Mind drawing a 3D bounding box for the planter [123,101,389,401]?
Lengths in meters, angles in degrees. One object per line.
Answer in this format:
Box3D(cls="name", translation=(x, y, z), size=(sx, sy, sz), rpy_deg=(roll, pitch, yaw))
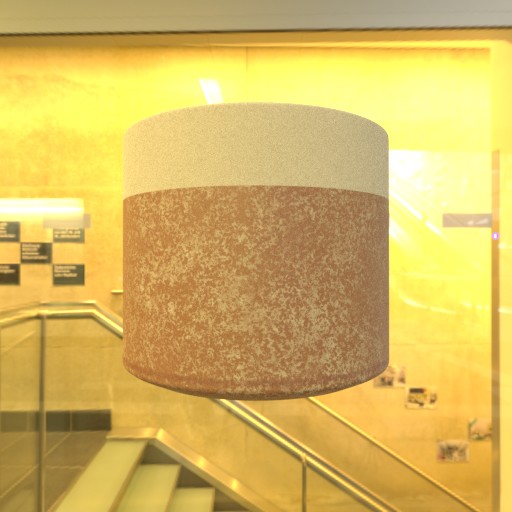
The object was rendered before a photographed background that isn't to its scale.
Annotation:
Box3D(cls="planter", translation=(0.000, 0.000, 0.275), size=(0.159, 0.138, 0.159), rpy_deg=(0, 0, 0))
